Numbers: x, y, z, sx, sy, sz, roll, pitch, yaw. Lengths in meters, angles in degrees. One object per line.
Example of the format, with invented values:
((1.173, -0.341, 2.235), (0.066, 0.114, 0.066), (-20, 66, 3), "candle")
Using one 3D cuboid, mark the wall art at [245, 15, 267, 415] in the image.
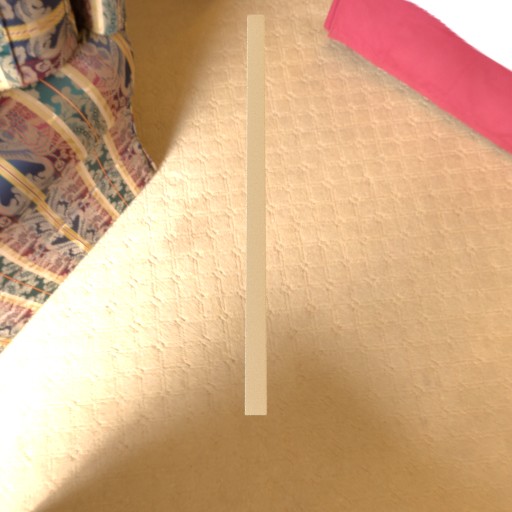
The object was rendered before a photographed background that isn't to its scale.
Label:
((0.000, 0.000, 0.722), (0.020, 0.536, 0.444), (0, 75, 0), "wall art")
